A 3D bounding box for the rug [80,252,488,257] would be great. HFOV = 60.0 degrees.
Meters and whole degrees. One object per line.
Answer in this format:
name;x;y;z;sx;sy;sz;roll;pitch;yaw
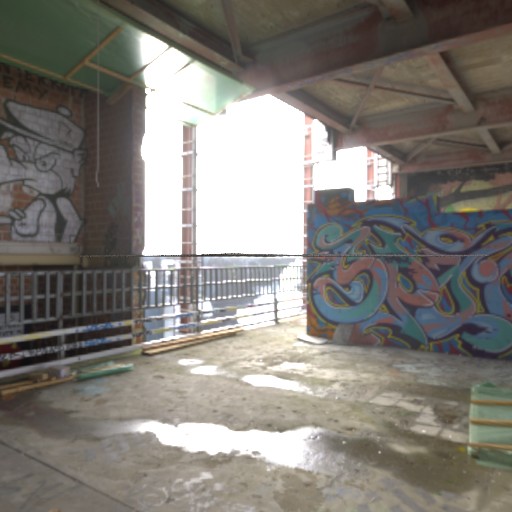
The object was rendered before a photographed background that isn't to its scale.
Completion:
rug;0.000;0.000;4.129;2.451;0.026;3.069;0;0;-34
